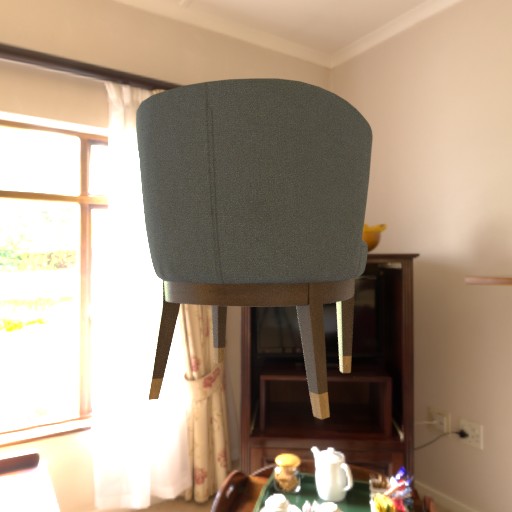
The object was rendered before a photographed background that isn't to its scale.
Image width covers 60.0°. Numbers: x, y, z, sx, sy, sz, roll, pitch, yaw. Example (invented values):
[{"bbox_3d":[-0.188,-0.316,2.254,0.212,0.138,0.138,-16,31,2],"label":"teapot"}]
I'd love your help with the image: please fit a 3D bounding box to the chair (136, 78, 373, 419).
[{"bbox_3d":[0.000,0.000,1.291,0.661,0.760,0.702,0,-1,18],"label":"chair"}]
